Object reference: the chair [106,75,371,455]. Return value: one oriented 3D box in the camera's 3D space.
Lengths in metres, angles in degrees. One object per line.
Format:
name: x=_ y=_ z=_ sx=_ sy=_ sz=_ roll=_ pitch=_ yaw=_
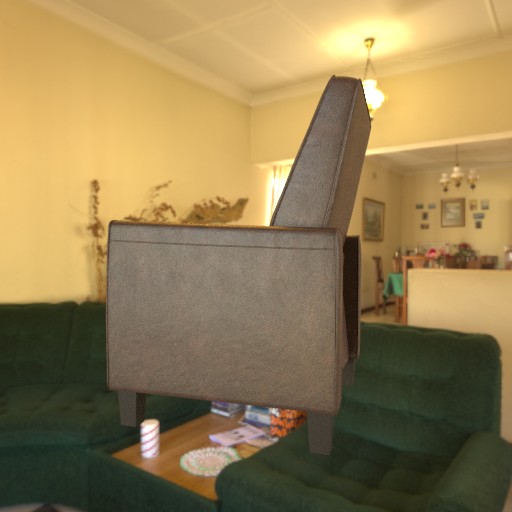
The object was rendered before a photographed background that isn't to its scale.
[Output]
chair: x=0.000 y=0.000 z=1.532 sx=0.746 sy=1.013 sz=0.705 roll=0 pitch=1 yaw=18
